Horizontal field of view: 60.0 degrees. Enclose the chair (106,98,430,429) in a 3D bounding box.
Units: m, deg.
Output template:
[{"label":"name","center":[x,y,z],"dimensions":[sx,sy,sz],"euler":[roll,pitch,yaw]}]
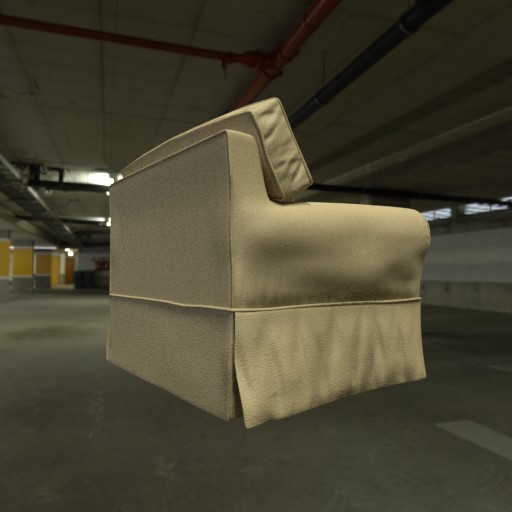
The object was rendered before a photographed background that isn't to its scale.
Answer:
[{"label":"chair","center":[0.000,0.000,1.827],"dimensions":[0.903,0.937,1.096],"euler":[1,-2,-37]}]
